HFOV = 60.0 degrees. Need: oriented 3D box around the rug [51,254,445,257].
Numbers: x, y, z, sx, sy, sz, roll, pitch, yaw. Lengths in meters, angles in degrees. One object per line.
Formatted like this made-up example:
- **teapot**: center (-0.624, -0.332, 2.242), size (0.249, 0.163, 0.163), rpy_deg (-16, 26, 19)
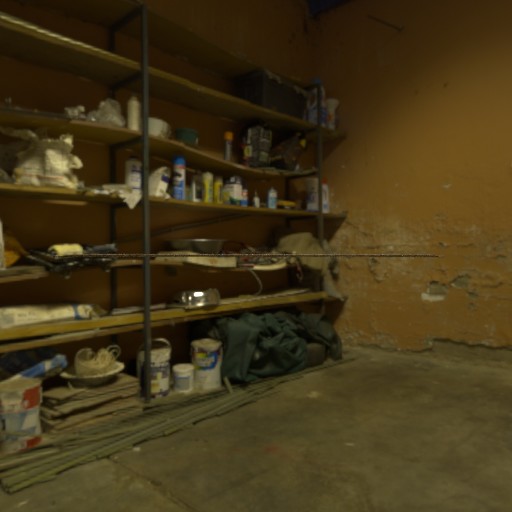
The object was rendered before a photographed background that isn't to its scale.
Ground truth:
- **rug**: center (0.000, 0.000, 2.812), size (2.378, 0.018, 1.324), rpy_deg (0, 0, 0)
